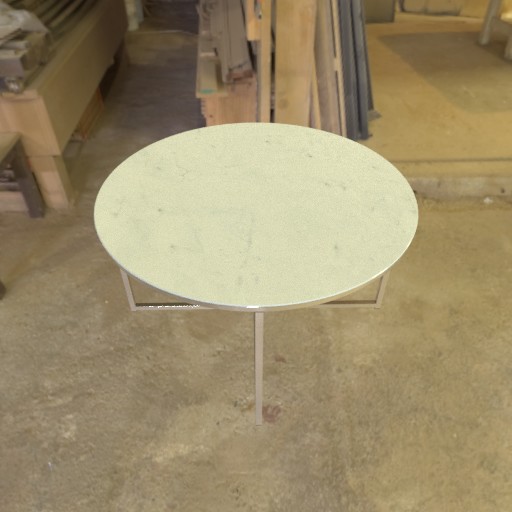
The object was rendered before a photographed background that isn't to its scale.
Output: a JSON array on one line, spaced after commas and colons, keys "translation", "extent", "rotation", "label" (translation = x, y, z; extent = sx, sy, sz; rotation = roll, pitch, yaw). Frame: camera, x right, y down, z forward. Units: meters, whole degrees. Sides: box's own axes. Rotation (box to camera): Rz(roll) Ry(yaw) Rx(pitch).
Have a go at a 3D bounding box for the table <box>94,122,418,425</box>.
[{"translation": [0.000, 0.000, 1.280], "extent": [0.800, 0.450, 0.800], "rotation": [0, 41, 0], "label": "table"}]
